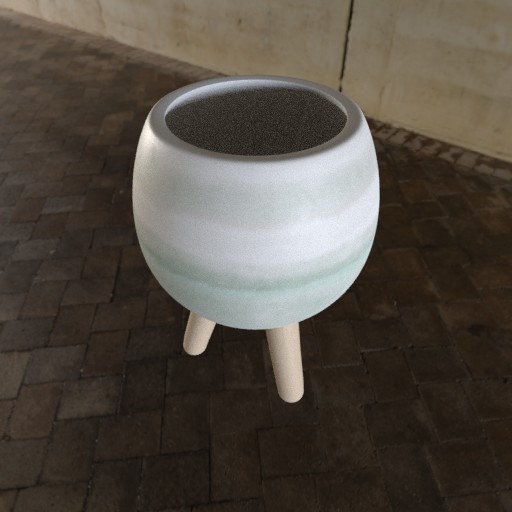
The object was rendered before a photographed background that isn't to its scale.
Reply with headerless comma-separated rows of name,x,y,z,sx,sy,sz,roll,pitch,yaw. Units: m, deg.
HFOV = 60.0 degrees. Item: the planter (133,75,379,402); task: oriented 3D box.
planter,0.000,0.000,0.331,0.161,0.224,0.161,0,41,0
